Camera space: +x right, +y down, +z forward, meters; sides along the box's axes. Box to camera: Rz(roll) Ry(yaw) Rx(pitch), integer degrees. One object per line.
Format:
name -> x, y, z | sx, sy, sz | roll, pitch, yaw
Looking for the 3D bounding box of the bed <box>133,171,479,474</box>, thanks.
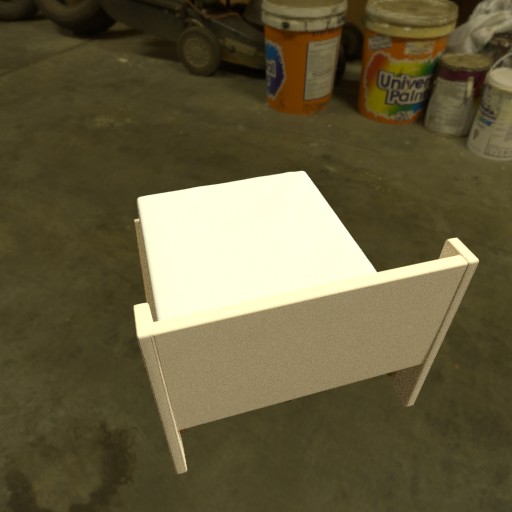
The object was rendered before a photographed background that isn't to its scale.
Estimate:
bed -> 0.000, 0.000, 3.421 | 1.765, 1.471, 2.280 | -11, 43, -12
